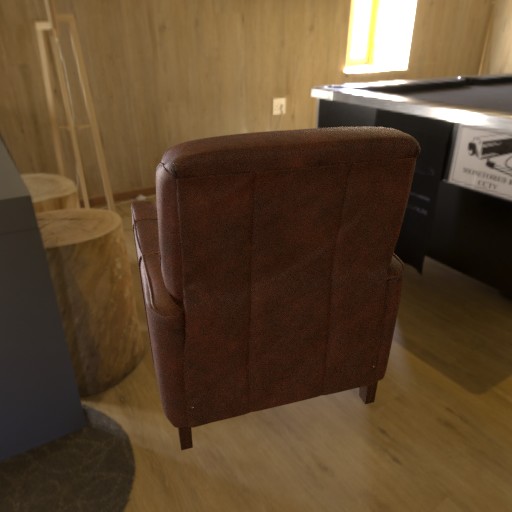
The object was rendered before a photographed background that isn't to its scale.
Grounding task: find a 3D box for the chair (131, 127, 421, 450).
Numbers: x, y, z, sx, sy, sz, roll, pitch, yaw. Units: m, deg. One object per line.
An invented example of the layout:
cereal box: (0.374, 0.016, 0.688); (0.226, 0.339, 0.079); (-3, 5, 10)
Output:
chair: (0.000, 0.000, 1.640); (0.843, 1.043, 0.836); (-8, 28, -15)
